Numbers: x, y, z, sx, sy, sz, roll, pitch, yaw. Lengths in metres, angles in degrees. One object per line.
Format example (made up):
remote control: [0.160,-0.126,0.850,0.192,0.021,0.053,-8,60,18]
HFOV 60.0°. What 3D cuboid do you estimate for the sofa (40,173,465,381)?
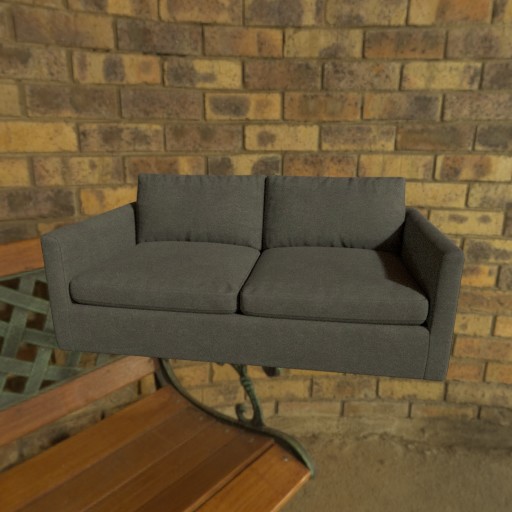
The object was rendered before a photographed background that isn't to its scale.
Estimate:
sofa: [0.000,0.000,2.512,1.909,0.845,1.091,2,16,9]
